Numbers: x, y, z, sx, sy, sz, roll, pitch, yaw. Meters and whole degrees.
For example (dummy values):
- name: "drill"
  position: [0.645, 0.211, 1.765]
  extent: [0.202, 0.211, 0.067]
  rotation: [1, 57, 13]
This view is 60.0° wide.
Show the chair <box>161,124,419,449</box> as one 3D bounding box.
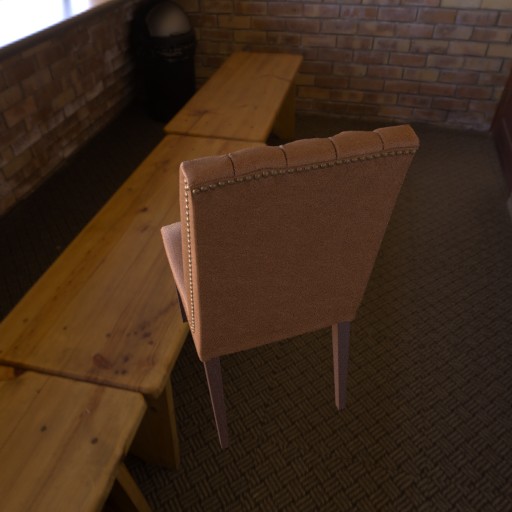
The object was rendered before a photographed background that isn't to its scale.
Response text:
- name: "chair"
  position: [0.000, 0.000, 1.364]
  extent: [0.511, 1.016, 0.647]
  rotation: [-13, 42, -15]
